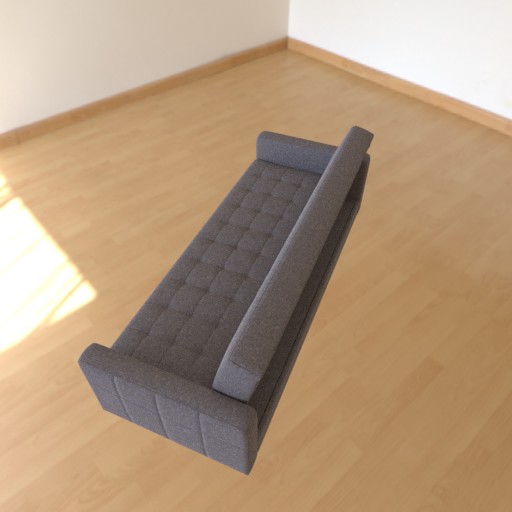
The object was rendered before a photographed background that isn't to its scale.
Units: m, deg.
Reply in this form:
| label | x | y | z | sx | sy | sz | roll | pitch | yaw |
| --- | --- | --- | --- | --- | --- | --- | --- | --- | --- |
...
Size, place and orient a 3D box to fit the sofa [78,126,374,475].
| label | x | y | z | sx | sy | sz | roll | pitch | yaw |
| --- | --- | --- | --- | --- | --- | --- | --- | --- | --- |
| sofa | 0.000 | 0.000 | 2.506 | 0.810 | 0.850 | 2.040 | 17 | 48 | 16 |
